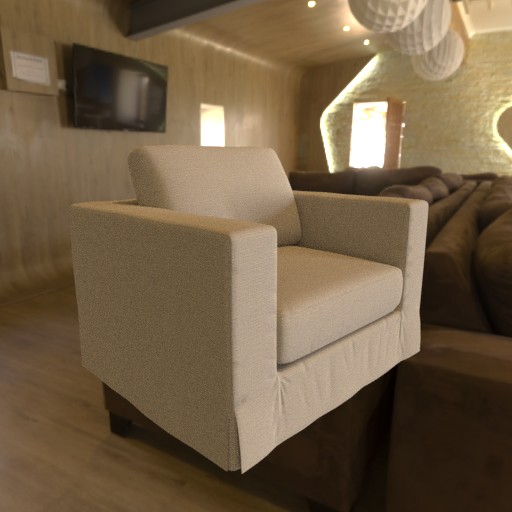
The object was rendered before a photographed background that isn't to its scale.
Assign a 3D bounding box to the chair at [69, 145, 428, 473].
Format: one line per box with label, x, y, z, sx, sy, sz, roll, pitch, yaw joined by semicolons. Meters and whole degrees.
chair;0.000;0.000;1.800;0.957;0.878;1.150;12;18;43
